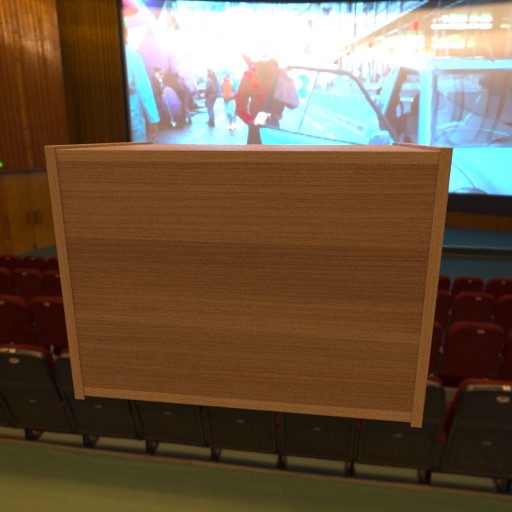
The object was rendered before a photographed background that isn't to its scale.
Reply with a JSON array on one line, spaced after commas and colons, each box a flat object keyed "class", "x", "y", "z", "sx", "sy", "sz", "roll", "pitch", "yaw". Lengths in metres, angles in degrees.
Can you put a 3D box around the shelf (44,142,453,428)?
[{"class": "shelf", "x": 0.000, "y": 0.000, "z": 0.622, "sx": 0.415, "sy": 0.305, "sz": 0.290, "roll": 2, "pitch": 15, "yaw": 8}]
